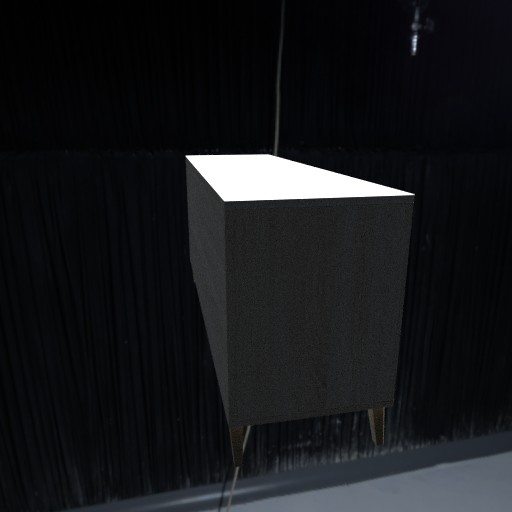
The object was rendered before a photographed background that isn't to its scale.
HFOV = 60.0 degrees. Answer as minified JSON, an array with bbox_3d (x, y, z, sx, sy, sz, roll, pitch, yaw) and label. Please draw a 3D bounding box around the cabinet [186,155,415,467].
[{"bbox_3d":[0.000,0.000,1.990,0.500,0.780,1.649,-3,17,-11],"label":"cabinet"}]
